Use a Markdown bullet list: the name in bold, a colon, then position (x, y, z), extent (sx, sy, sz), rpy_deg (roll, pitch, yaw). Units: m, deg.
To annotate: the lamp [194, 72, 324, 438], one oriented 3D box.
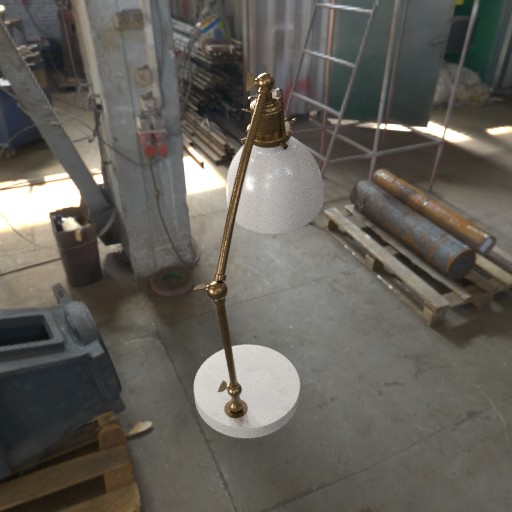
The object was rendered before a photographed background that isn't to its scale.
- **lamp**: position (0.000, 0.000, 0.684), extent (0.186, 0.522, 0.317), rpy_deg (11, 35, 16)
